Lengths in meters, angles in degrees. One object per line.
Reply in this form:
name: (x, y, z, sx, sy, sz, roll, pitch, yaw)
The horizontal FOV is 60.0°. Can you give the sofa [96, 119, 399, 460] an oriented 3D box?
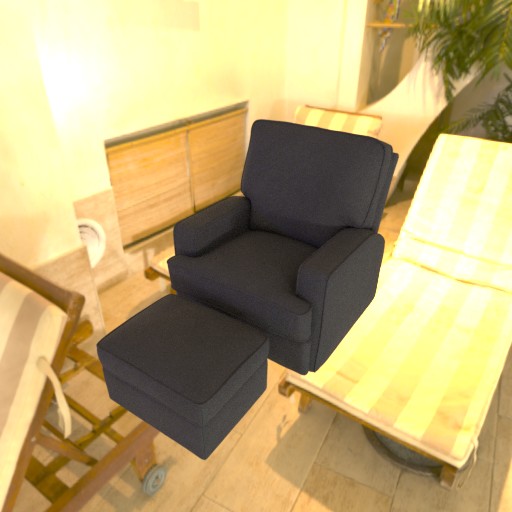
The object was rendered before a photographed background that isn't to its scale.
sofa: (0.000, 0.000, 2.045, 0.861, 0.959, 1.472, 19, 35, 29)
